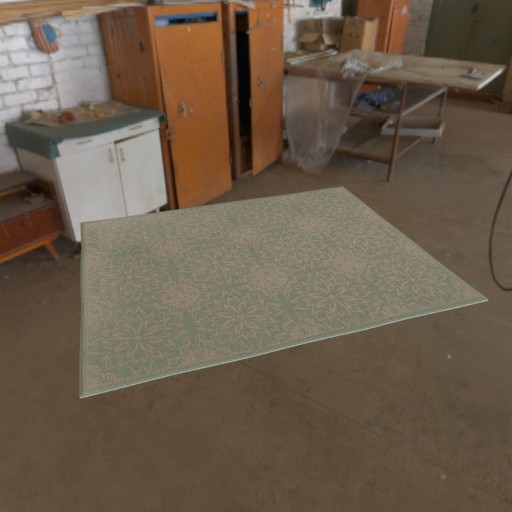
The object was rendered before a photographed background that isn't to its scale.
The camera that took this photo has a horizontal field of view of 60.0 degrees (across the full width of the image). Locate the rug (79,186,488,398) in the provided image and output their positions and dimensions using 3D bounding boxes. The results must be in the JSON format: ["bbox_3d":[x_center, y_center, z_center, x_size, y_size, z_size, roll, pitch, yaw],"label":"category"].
[{"bbox_3d":[0.000,0.000,3.960,2.980,0.012,2.363,-10,33,-16],"label":"rug"}]
